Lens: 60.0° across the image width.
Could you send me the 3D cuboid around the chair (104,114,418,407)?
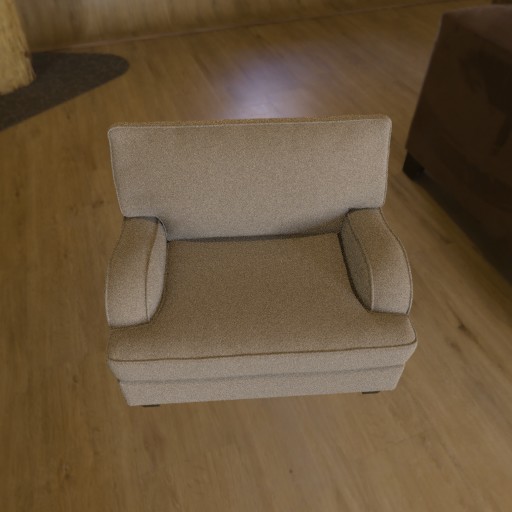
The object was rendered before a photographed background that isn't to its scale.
[{"bbox_3d":[0.000,0.000,1.996,1.220,1.016,1.040,-3,46,-3],"label":"chair"}]
